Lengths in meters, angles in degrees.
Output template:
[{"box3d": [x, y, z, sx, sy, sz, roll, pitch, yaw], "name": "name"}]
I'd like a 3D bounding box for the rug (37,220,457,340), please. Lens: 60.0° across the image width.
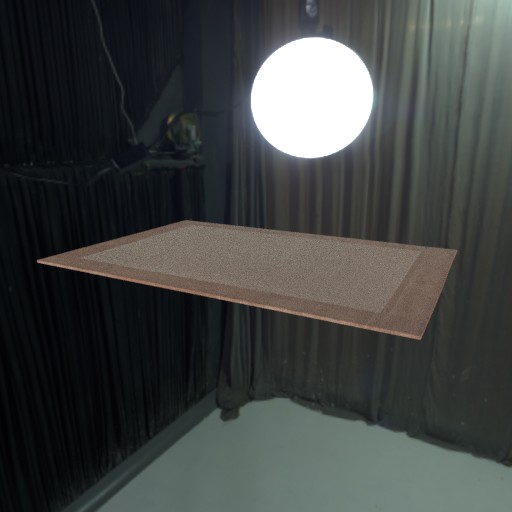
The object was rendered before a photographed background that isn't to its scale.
[{"box3d": [0.000, 0.000, 2.311, 1.829, 0.014, 1.219, 8, 17, 27], "name": "rug"}]
